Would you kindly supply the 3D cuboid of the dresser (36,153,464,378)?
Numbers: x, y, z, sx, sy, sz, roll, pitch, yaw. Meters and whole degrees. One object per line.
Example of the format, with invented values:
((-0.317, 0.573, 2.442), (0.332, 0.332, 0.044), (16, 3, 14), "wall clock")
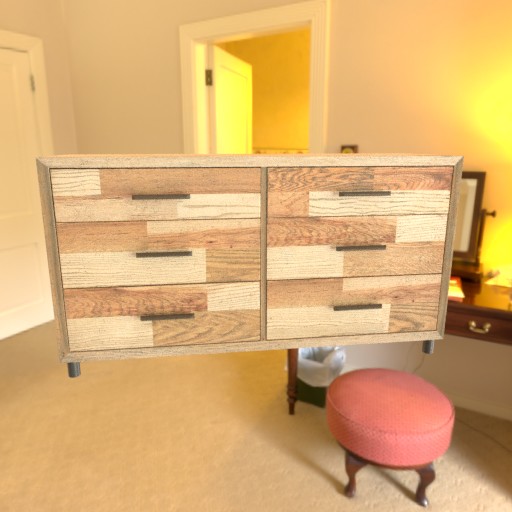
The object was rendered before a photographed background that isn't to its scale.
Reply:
((0.000, 0.000, 1.878), (1.547, 0.834, 0.487), (-2, 14, -8), "dresser")
